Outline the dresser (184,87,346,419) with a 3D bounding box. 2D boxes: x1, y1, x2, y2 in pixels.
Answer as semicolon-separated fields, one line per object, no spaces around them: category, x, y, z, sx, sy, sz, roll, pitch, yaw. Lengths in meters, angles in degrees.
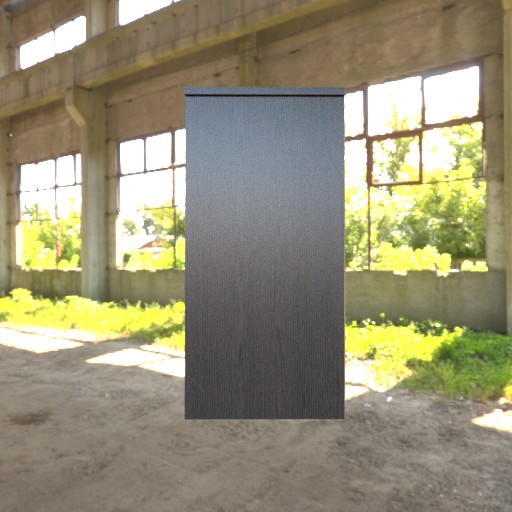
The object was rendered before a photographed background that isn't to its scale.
dresser;0.000;0.000;1.681;0.401;0.755;1.360;0;0;0
